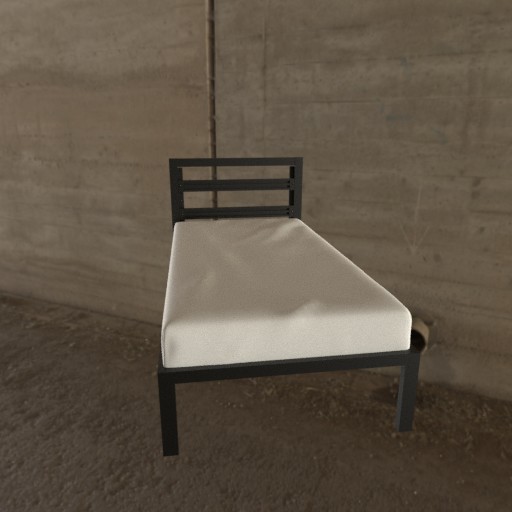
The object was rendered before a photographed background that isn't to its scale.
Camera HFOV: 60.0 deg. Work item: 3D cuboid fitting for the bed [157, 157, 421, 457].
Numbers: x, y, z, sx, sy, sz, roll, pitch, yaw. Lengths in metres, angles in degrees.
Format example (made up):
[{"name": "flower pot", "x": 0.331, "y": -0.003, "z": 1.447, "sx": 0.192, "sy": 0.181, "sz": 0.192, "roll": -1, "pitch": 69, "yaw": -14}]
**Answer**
[{"name": "bed", "x": 0.000, "y": 0.000, "z": 2.511, "sx": 0.991, "sy": 0.967, "sz": 1.930, "roll": -2, "pitch": 16, "yaw": -8}]
